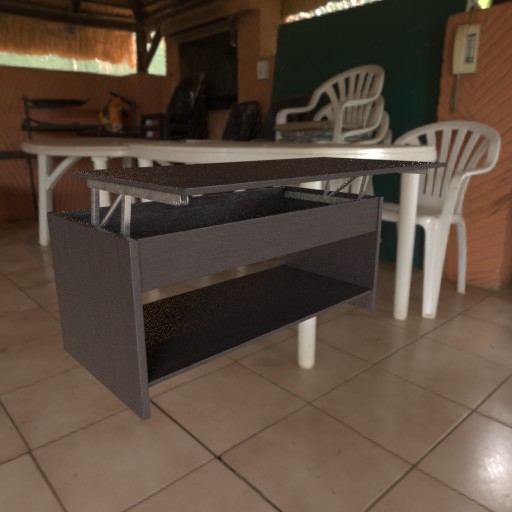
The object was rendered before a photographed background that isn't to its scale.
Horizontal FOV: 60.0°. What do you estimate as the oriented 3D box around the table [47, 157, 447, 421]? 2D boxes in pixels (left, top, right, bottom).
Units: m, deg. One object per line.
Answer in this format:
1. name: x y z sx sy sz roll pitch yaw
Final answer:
1. table: 0.000 0.000 1.406 1.000 0.570 0.712 -14 21 -41
